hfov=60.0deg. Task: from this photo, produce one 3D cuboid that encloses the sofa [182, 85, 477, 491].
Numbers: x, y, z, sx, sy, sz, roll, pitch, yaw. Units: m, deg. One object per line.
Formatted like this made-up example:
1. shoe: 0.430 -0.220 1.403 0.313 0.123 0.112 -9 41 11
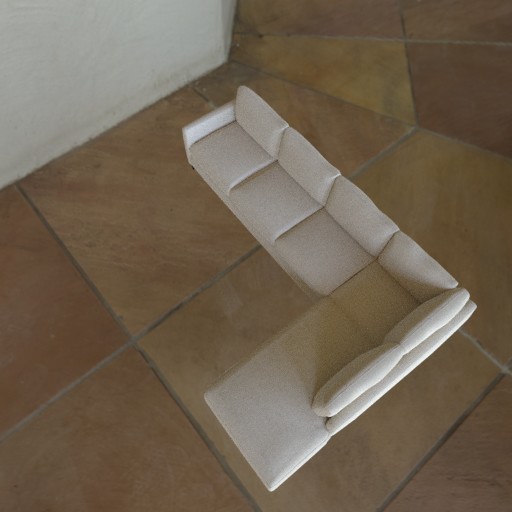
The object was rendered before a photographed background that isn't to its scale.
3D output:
1. sofa: 0.000 0.000 3.758 2.007 0.815 2.949 -34 67 -17
